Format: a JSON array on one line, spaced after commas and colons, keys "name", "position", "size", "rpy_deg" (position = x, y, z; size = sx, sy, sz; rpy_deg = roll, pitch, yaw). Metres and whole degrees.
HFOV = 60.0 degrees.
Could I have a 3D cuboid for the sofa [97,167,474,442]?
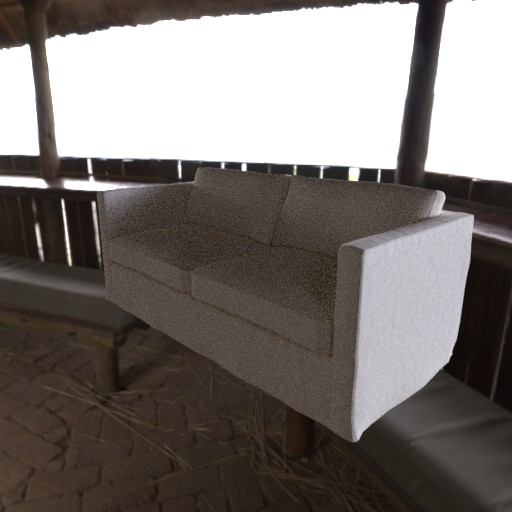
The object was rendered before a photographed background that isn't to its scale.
[{"name": "sofa", "position": [0.000, 0.000, 2.481], "size": [0.940, 0.870, 1.987], "rpy_deg": [-15, 22, -42]}]
